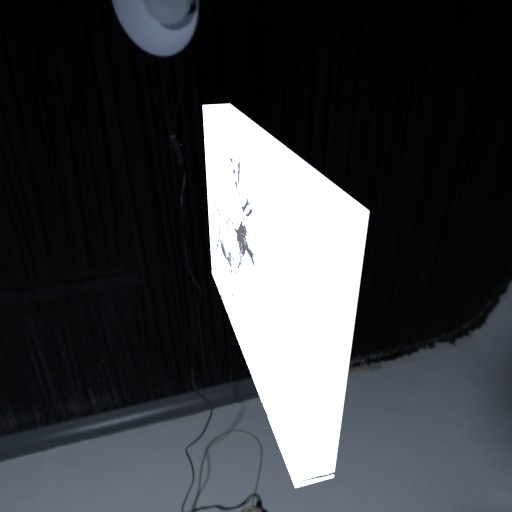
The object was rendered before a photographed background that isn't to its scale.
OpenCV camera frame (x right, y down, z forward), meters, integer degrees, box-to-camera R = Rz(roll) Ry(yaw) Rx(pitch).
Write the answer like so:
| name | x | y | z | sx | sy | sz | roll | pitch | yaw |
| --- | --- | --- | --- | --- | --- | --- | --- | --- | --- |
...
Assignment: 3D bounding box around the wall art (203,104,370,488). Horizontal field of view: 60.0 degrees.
| name | x | y | z | sx | sy | sz | roll | pitch | yaw |
| --- | --- | --- | --- | --- | --- | --- | --- | --- | --- |
| wall art | 0.000 | 0.000 | 0.492 | 0.038 | 0.259 | 0.381 | -8 | 30 | -14 |
